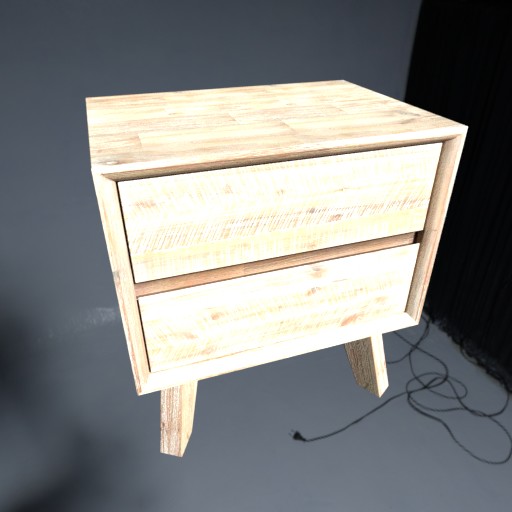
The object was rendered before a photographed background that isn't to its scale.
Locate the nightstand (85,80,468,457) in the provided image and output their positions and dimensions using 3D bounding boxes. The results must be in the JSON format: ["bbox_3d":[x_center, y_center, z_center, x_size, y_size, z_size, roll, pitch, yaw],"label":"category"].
[{"bbox_3d":[0.000,0.000,0.918,0.552,0.589,0.396,-10,33,-16],"label":"nightstand"}]
